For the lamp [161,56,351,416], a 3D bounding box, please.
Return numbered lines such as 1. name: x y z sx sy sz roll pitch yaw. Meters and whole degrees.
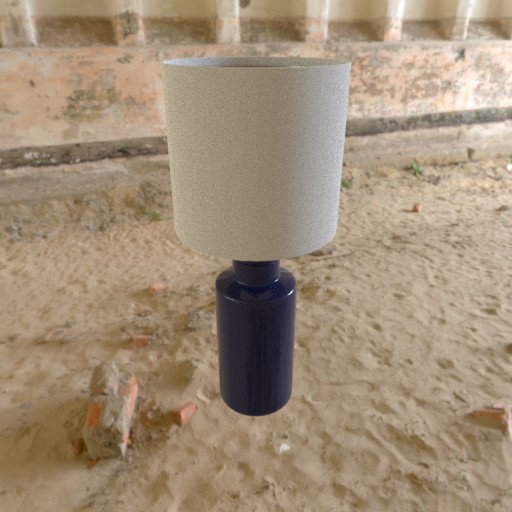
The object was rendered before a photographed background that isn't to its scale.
1. lamp: 0.000 0.000 0.611 0.212 0.493 0.212 18 32 31
